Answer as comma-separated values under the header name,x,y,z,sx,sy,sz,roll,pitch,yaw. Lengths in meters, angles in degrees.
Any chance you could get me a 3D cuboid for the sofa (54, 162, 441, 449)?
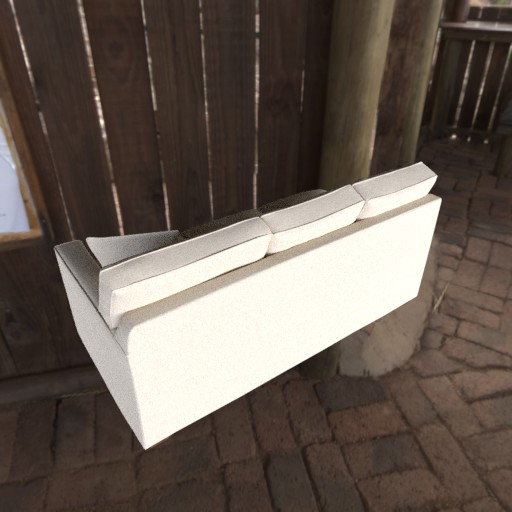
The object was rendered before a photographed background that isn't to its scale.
name,x,y,z,sx,sy,sz,roll,pitch,yaw
sofa,0.000,0.000,2.588,1.963,0.946,1.034,-21,38,-30
